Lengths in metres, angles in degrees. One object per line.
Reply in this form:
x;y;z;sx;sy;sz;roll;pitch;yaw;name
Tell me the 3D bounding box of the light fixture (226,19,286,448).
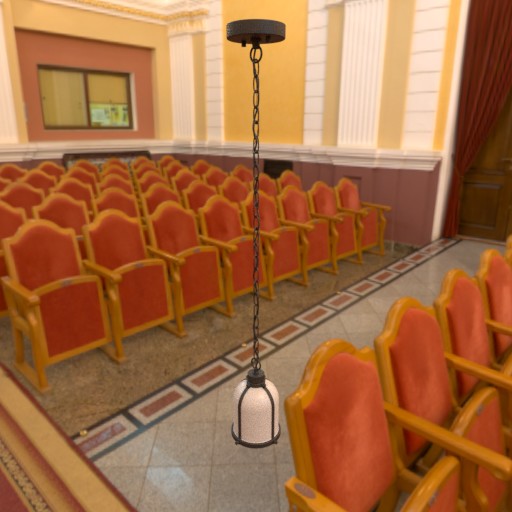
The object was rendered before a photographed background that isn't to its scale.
0.000;0.000;1.257;0.178;1.181;0.178;16;23;42;light fixture
